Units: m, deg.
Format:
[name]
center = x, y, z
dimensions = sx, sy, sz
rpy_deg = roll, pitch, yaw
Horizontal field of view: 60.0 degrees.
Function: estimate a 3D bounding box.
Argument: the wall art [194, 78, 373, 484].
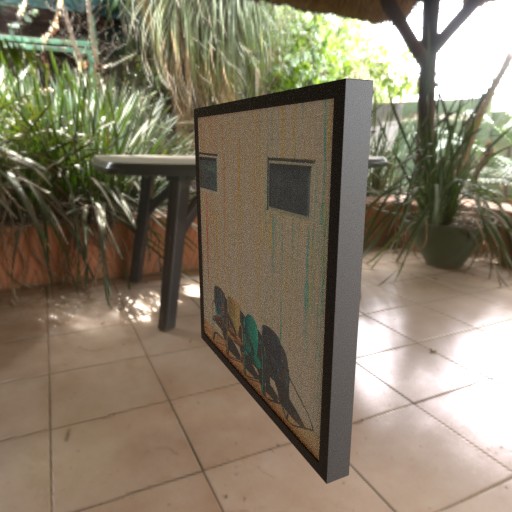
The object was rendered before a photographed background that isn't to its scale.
[wall art]
center = 0.000, 0.000, 0.755
dimensions = 0.037, 0.506, 0.506
rpy_deg = -7, 16, -25
